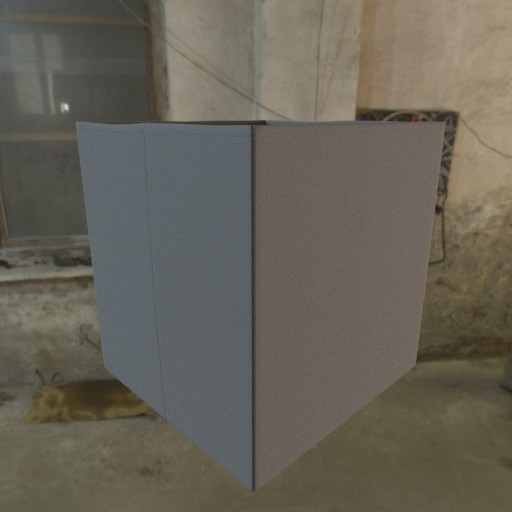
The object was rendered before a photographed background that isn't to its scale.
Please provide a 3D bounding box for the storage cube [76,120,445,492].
[{"bbox_3d":[0.000,0.000,0.482,0.270,0.280,0.270,-16,24,-42],"label":"storage cube"}]
